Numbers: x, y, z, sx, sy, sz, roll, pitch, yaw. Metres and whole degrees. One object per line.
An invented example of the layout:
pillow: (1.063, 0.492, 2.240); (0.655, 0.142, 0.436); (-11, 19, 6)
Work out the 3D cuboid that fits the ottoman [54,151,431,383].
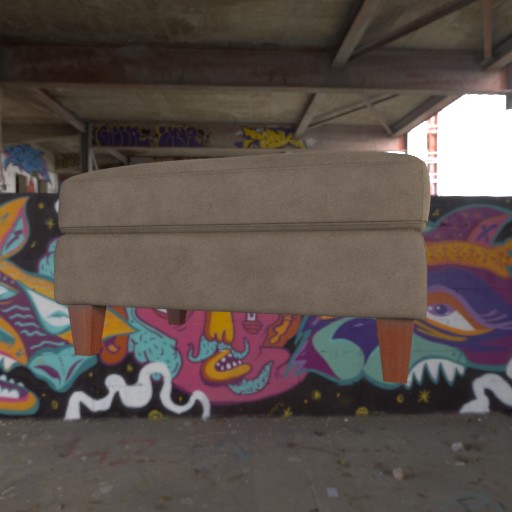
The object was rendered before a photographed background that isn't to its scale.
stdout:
ottoman: (0.000, 0.000, 1.208); (0.864, 0.483, 0.584); (0, 1, 18)
